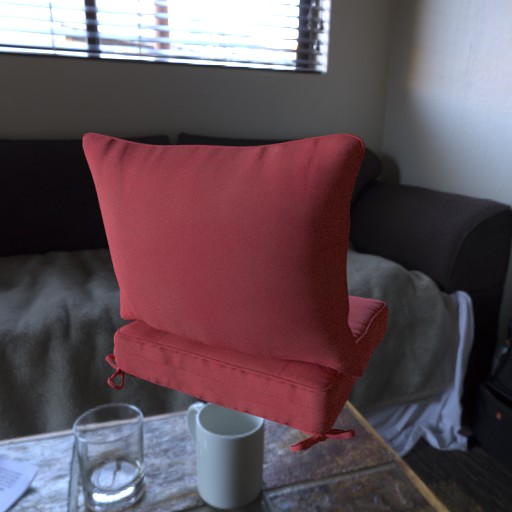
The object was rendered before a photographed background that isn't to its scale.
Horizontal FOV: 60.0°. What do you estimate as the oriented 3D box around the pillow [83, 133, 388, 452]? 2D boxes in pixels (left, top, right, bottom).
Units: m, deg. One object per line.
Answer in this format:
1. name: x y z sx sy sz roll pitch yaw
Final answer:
1. pillow: 0.000 0.000 1.353 0.798 0.725 0.733 8 17 27
